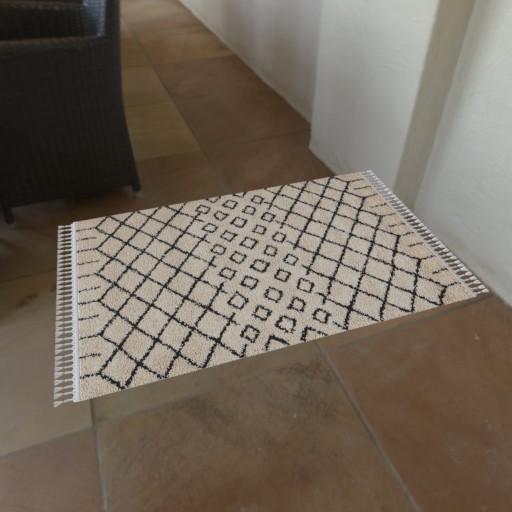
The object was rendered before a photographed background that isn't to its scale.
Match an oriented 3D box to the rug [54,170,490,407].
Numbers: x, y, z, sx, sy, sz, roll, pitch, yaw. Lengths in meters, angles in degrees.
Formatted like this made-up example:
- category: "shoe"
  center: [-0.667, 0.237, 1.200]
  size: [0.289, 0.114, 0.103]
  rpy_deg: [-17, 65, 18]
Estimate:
- category: "rug"
  center: [0.000, 0.000, 2.347]
  size: [2.006, 0.008, 1.196]
  rpy_deg: [-12, 43, -13]
